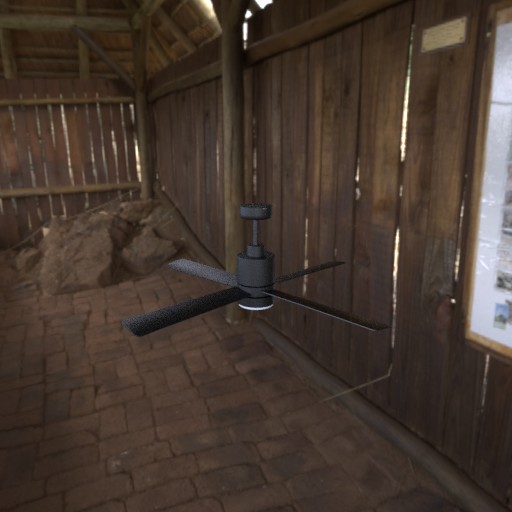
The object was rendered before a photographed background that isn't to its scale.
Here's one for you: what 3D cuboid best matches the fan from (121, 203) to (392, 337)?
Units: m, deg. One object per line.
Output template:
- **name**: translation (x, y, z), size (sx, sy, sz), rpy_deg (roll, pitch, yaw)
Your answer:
- **fan**: translation (0.000, 0.000, 2.337), size (1.525, 0.534, 1.525), rpy_deg (-14, 20, -43)
